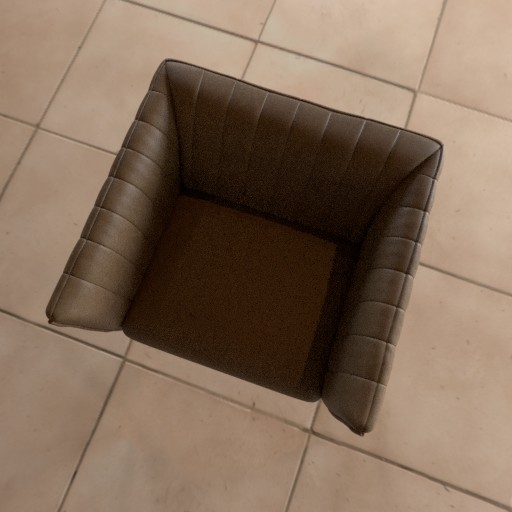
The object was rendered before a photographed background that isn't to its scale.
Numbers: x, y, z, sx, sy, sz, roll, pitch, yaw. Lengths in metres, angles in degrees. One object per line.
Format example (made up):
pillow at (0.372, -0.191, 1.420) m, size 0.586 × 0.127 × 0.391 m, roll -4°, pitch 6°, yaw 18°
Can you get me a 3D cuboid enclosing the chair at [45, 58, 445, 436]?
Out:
chair at (0.000, 0.000, 1.599) m, size 0.981 × 0.779 × 0.876 m, roll 19°, pitch 77°, yaw 4°
